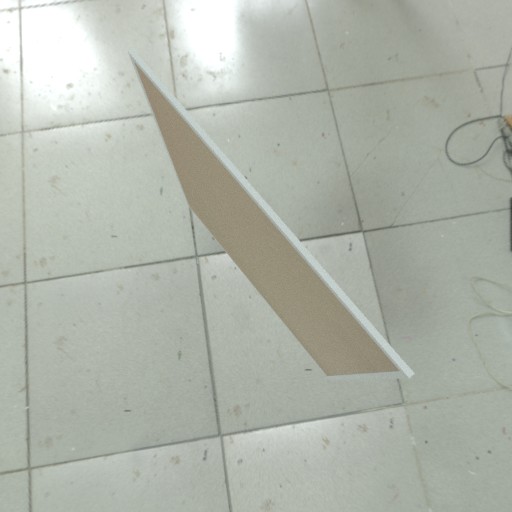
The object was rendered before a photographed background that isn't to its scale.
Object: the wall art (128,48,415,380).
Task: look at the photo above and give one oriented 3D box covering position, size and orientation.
[{"bbox_3d":[0.000,0.000,0.672,0.007,0.456,0.456,-38,78,-10],"label":"wall art"}]
